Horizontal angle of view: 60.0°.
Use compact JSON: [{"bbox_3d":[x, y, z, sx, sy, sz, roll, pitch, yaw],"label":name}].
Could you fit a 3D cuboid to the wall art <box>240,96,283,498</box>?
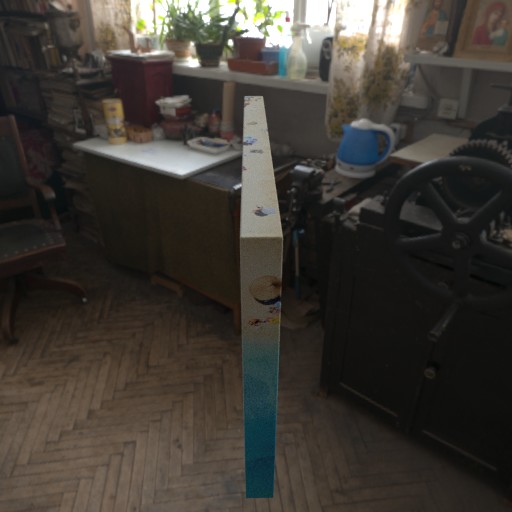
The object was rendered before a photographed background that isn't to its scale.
[{"bbox_3d":[0.000,0.000,0.761,0.039,0.406,0.609,0,31,-1],"label":"wall art"}]
